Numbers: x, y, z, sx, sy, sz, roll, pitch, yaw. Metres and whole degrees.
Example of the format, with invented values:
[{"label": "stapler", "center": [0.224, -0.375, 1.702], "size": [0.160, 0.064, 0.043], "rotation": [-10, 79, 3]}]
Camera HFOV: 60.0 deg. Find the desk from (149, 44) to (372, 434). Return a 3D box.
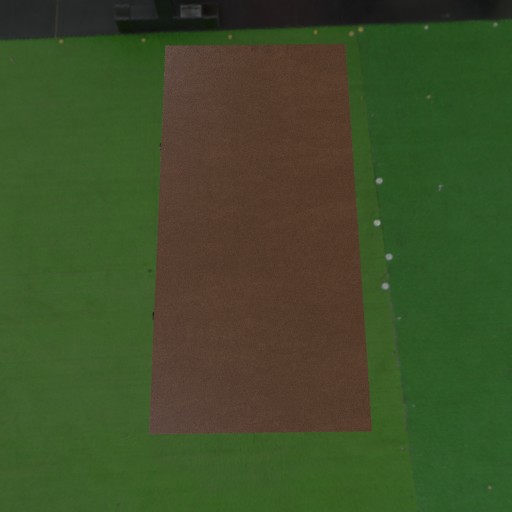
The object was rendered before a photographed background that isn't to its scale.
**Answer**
[{"label": "desk", "center": [0.000, 0.000, 1.411], "size": [0.510, 0.758, 0.949], "rotation": [-1, 76, 0]}]
